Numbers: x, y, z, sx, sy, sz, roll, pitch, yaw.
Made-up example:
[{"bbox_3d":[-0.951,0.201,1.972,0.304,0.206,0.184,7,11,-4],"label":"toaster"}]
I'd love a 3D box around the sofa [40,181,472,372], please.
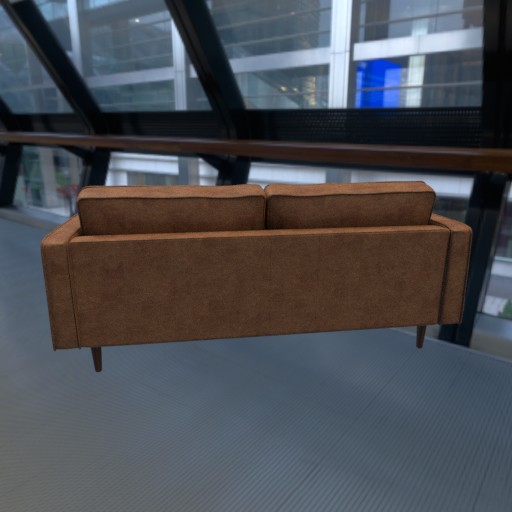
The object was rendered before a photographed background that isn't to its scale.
[{"bbox_3d":[0.000,0.000,2.380,1.920,0.825,0.924,-2,16,-8],"label":"sofa"}]
